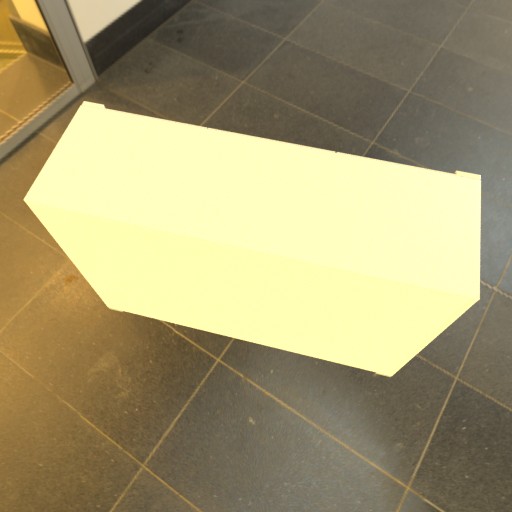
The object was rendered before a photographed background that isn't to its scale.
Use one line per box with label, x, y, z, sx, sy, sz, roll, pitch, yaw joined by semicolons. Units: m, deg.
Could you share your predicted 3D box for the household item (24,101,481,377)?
household item;0.000;0.000;1.702;1.300;0.867;0.420;12;62;7
